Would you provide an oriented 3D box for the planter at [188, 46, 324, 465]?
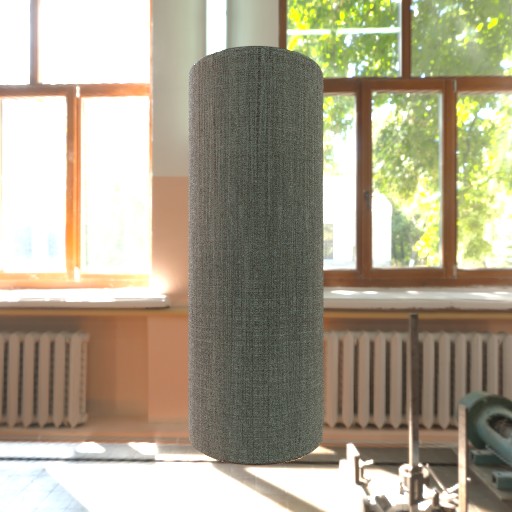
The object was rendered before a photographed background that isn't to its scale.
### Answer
[{"bbox_3d":[0.000,0.000,0.332,0.100,0.270,0.100,0,0,37],"label":"planter"}]
